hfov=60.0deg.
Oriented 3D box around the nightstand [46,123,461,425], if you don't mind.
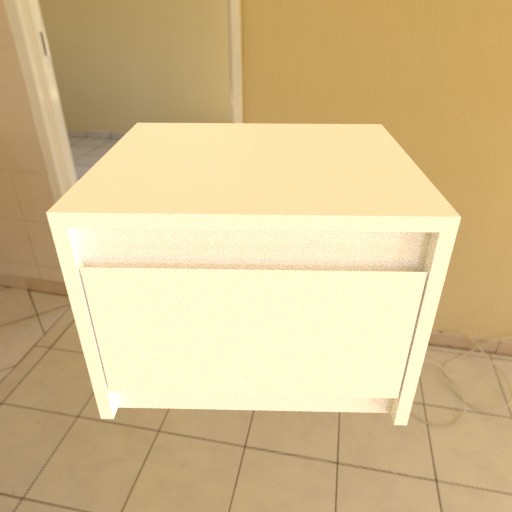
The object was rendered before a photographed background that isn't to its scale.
[{"bbox_3d":[0.000,0.000,0.766,0.470,0.351,0.408,1,31,1],"label":"nightstand"}]
